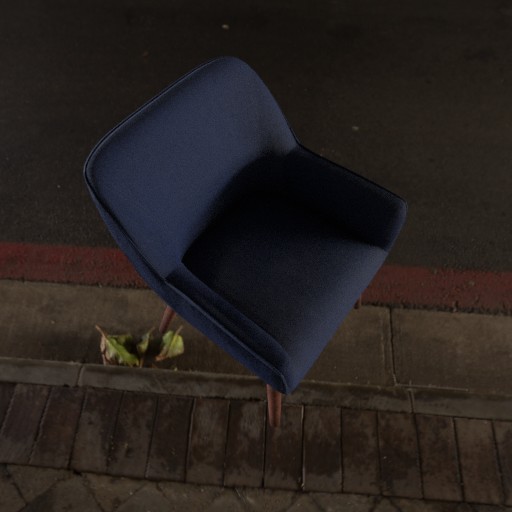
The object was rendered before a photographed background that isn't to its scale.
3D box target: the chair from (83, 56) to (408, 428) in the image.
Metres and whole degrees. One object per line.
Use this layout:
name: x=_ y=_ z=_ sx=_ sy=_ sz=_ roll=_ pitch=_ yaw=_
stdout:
chair: x=0.000 y=0.000 z=1.269 sx=0.600 sy=0.820 sz=0.600 roll=32 pitch=63 yaw=19
